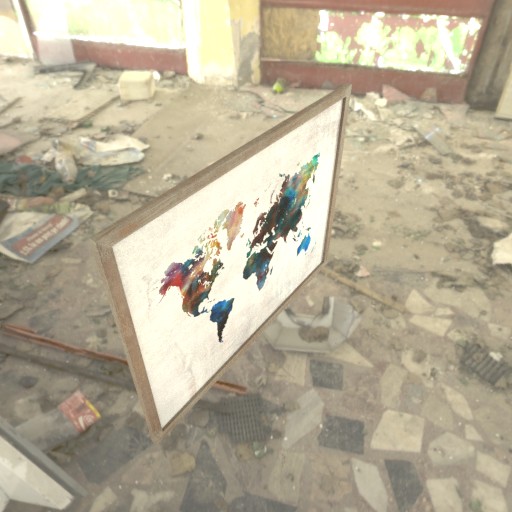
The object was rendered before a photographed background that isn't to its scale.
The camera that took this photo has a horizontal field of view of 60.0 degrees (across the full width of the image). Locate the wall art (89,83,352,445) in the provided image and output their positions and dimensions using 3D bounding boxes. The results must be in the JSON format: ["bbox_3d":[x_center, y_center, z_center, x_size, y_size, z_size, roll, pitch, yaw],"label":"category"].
[{"bbox_3d":[0.000,0.000,1.378,0.019,0.774,1.012,26,47,27],"label":"wall art"}]
